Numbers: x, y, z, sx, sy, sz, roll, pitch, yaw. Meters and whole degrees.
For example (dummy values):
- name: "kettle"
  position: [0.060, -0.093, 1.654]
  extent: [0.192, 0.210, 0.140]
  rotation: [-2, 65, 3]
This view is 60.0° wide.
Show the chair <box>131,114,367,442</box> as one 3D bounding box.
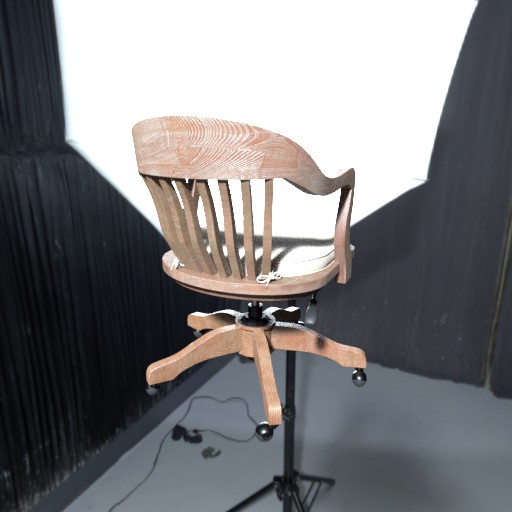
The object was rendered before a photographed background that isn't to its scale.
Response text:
- name: "chair"
  position: [0.000, 0.000, 1.474]
  extent: [0.750, 0.878, 0.788]
  rotation: [8, 18, 27]
